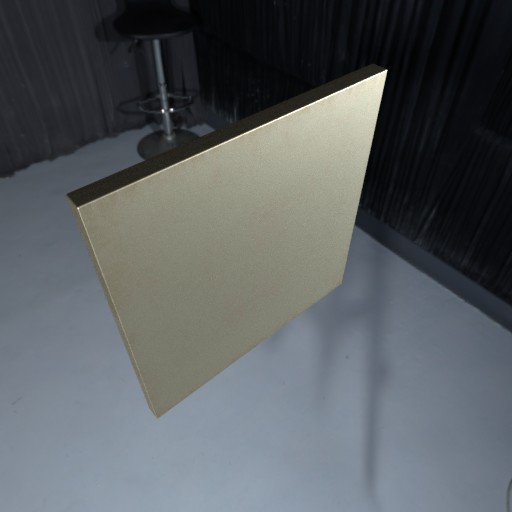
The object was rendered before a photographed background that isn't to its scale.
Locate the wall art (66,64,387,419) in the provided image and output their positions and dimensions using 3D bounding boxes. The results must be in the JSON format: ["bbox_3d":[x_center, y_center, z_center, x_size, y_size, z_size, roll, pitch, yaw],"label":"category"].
[{"bbox_3d":[0.000,0.000,0.755,0.503,0.506,0.030,-32,54,-27],"label":"wall art"}]
